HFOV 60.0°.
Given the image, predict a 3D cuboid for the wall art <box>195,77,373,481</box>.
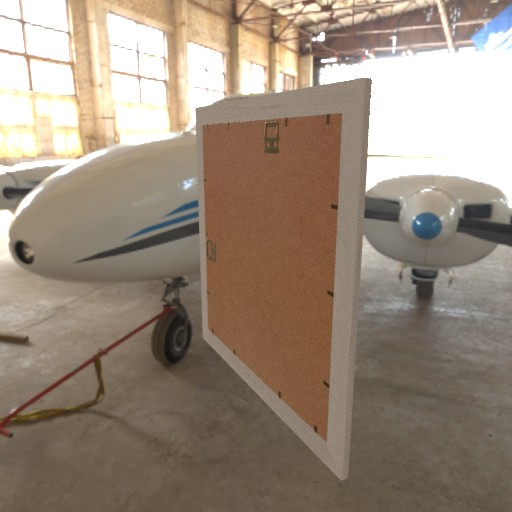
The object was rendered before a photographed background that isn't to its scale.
[{"bbox_3d":[0.000,0.000,0.862,0.013,0.584,0.584,-8,16,-27],"label":"wall art"}]
